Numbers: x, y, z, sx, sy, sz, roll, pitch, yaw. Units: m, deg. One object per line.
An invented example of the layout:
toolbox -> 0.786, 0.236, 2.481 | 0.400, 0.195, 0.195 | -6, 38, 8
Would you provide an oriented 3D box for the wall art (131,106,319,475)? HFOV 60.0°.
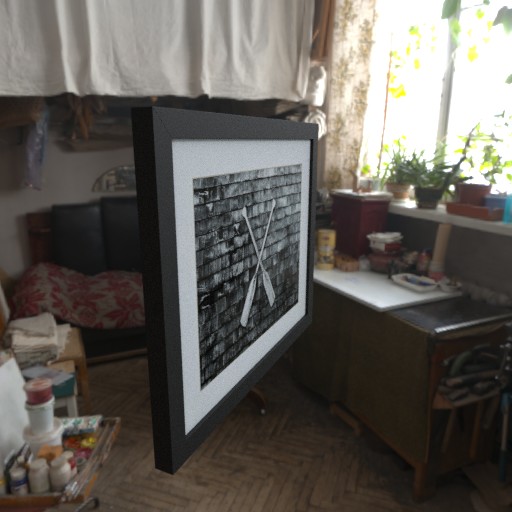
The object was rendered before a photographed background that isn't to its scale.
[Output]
wall art -> 0.000, 0.000, 0.769 | 0.029, 0.457, 0.558 | 7, 16, 25
